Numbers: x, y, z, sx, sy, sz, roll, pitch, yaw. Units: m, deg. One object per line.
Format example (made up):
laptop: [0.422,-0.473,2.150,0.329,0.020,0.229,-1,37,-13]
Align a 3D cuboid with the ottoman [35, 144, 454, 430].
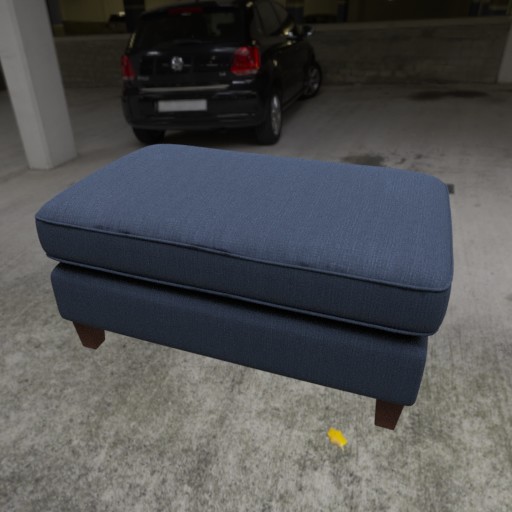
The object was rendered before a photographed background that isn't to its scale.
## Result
ottoman: [0.000,0.000,1.155,0.885,0.438,0.570,10,32,16]
